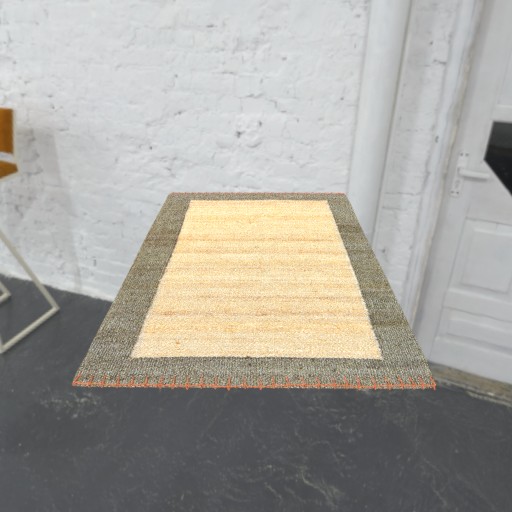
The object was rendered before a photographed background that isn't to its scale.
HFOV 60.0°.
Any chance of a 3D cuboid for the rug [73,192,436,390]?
[{"bbox_3d":[0.000,0.000,2.252,1.220,0.019,1.838,0,28,0],"label":"rug"}]
